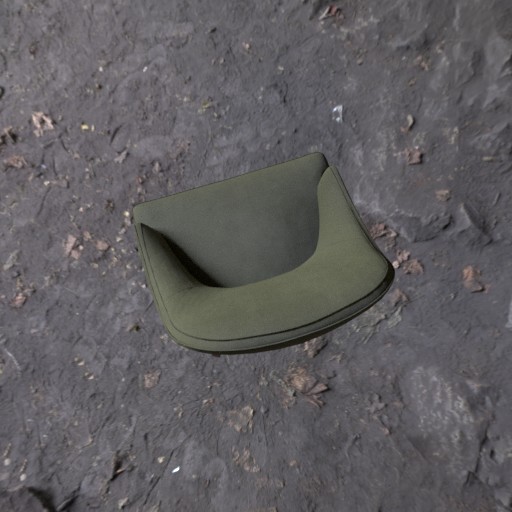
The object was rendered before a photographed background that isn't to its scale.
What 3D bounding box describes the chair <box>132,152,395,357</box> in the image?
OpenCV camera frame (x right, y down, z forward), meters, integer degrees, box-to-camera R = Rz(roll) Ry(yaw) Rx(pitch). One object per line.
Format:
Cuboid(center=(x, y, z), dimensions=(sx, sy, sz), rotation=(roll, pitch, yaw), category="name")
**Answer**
Cuboid(center=(0.000, 0.000, 1.269), dimensions=(0.643, 0.889, 0.575), rotation=(-17, 75, -5), category="chair")
